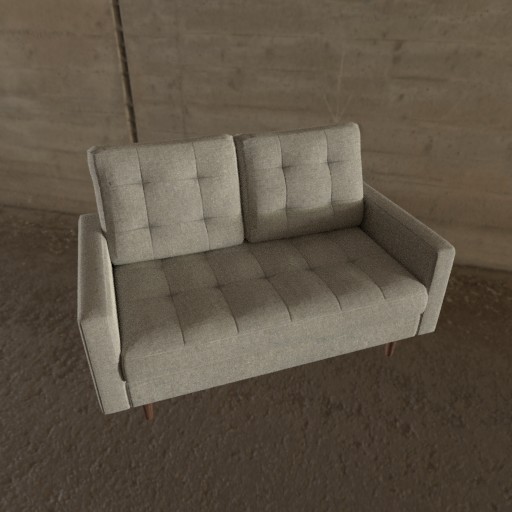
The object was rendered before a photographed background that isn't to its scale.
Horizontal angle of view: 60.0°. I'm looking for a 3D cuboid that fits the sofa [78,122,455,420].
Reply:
[{"bbox_3d":[0.000,0.000,1.903,1.407,0.907,0.842,-10,33,-16],"label":"sofa"}]
